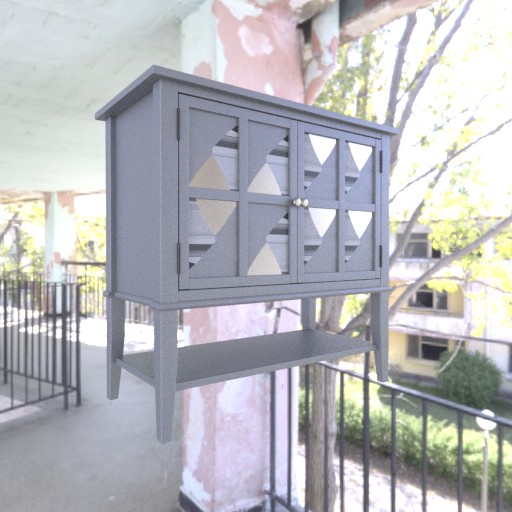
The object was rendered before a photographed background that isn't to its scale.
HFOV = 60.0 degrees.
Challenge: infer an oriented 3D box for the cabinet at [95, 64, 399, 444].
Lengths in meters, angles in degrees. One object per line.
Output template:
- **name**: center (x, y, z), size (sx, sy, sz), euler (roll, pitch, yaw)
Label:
- **cabinet**: center (0.000, 0.000, 1.290), size (0.801, 0.780, 0.396), euler (-1, 1, -36)
